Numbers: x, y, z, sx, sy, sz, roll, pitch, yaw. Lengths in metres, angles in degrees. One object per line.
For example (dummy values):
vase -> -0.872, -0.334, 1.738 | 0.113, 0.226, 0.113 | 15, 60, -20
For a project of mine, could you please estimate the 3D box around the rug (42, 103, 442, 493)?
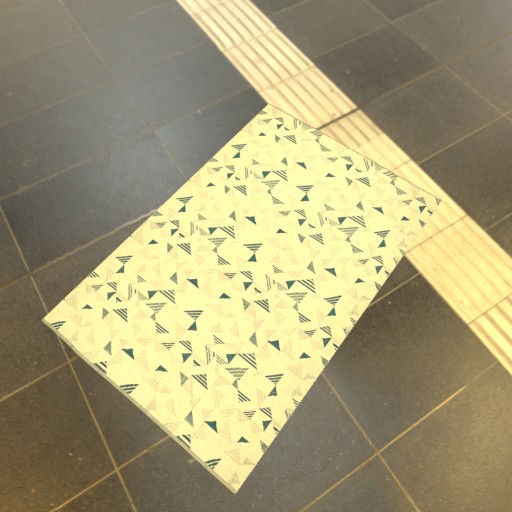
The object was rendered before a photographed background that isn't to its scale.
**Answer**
rug -> 0.000, 0.000, 2.302 | 1.206, 0.003, 1.835 | 35, 68, 16
